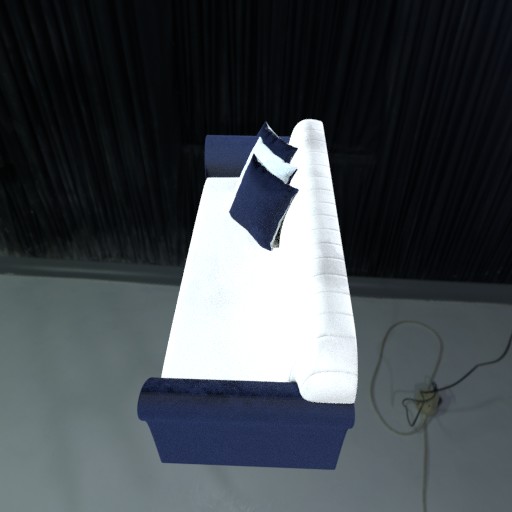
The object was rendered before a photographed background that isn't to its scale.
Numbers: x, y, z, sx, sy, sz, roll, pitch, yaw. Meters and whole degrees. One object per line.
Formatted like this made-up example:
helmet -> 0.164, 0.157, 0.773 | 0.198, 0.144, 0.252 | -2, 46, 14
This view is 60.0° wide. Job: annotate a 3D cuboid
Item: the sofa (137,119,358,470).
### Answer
sofa -> 0.000, 0.000, 2.357 | 0.749, 0.789, 2.006 | 2, 42, 2
